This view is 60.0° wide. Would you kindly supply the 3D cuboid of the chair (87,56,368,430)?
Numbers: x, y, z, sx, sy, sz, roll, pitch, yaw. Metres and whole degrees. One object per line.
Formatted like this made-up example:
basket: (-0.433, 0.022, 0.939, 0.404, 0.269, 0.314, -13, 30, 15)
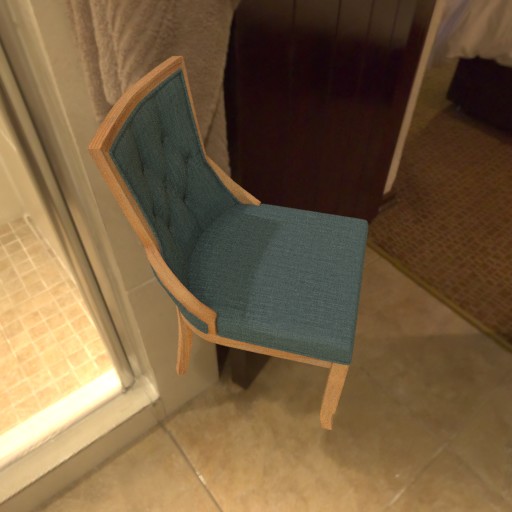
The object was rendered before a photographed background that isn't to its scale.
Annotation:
chair: (0.000, 0.000, 1.325, 0.641, 0.947, 0.524, 11, 48, 10)
